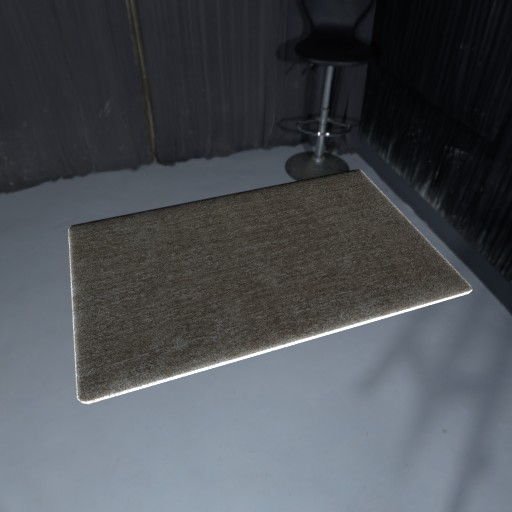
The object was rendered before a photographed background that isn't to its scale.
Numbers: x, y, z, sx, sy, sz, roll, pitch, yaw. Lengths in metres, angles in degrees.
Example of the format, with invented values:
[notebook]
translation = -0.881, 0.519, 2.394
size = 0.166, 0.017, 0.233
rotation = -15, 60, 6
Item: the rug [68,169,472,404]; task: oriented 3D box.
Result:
[rug]
translation = 0.000, 0.000, 3.102
size = 2.469, 0.024, 1.539
rotation = -13, 45, -14
